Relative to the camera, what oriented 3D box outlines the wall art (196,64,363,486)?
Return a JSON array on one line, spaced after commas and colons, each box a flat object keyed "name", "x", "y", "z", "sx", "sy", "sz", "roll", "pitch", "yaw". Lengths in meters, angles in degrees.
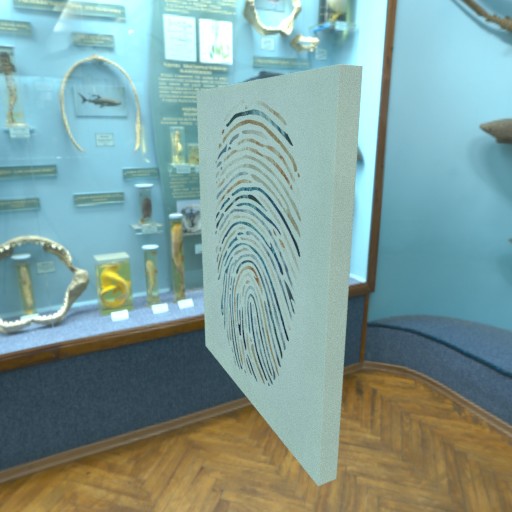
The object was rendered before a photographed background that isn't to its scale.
[{"name": "wall art", "x": 0.000, "y": 0.000, "z": 0.827, "sx": 0.037, "sy": 0.606, "sz": 0.508, "roll": -8, "pitch": 18, "yaw": -25}]
